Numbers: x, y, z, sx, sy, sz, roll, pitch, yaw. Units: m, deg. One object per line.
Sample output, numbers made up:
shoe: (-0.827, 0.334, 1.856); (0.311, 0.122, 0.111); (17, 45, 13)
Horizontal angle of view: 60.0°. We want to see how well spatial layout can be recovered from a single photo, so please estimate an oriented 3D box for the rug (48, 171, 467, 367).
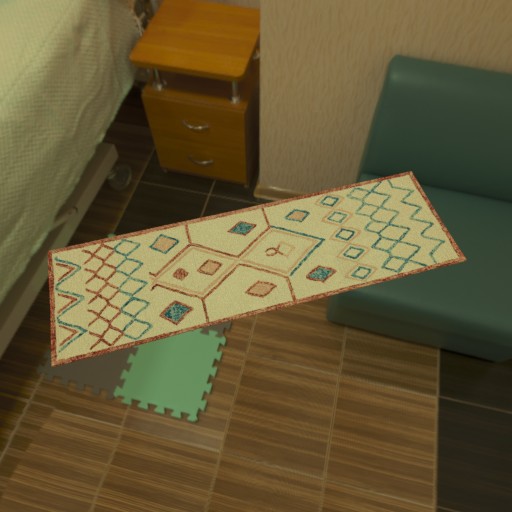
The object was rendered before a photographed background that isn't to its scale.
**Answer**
rug: (0.000, 0.000, 2.691); (2.435, 0.011, 0.750); (-13, 59, -8)
